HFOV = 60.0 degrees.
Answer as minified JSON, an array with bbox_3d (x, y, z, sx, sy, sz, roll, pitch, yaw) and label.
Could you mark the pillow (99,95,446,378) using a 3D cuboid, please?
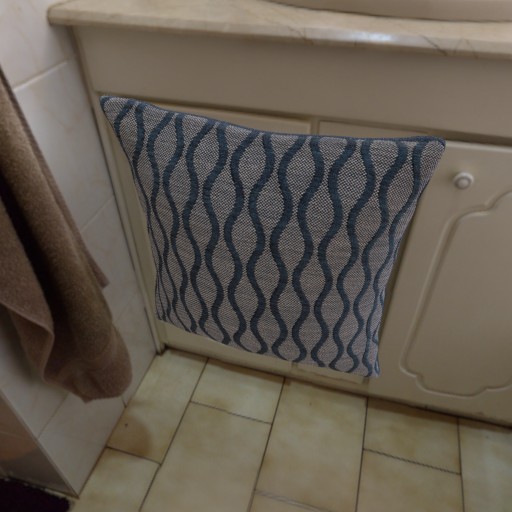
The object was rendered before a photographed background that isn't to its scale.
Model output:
[{"bbox_3d":[0.000,0.000,0.661,0.435,0.435,0.159,12,42,13],"label":"pillow"}]
